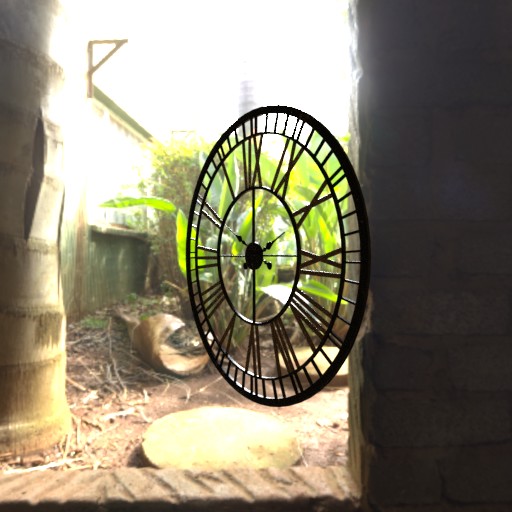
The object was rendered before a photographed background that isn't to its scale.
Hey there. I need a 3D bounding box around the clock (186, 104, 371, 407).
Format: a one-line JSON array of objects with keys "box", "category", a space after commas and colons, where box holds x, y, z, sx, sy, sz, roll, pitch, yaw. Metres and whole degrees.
[{"box": [0.000, 0.000, 1.287, 0.025, 0.843, 0.843, 0, 1, -36], "category": "clock"}]
